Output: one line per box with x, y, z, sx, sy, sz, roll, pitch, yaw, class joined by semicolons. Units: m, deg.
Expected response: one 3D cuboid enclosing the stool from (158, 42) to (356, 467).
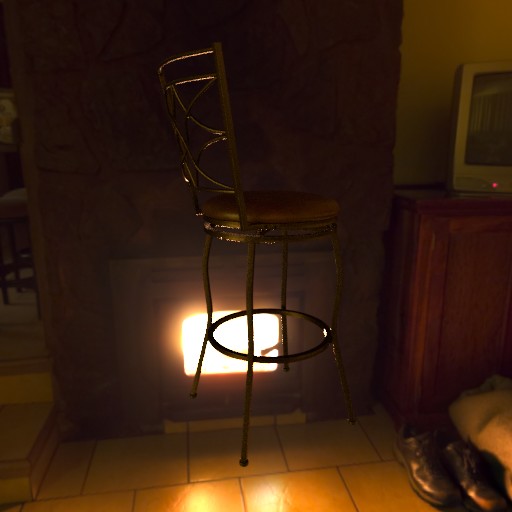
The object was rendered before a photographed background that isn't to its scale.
0.000;0.000;1.392;0.534;1.117;0.434;-8;16;-28;stool
